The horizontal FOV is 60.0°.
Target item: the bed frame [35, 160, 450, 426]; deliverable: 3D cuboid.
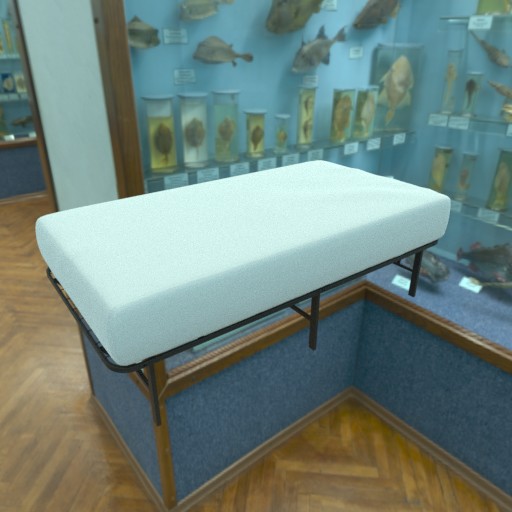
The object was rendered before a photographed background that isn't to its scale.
[{"bbox_3d":[0.000,0.000,2.351,1.908,0.640,1.025,-18,31,-32],"label":"bed frame"}]
